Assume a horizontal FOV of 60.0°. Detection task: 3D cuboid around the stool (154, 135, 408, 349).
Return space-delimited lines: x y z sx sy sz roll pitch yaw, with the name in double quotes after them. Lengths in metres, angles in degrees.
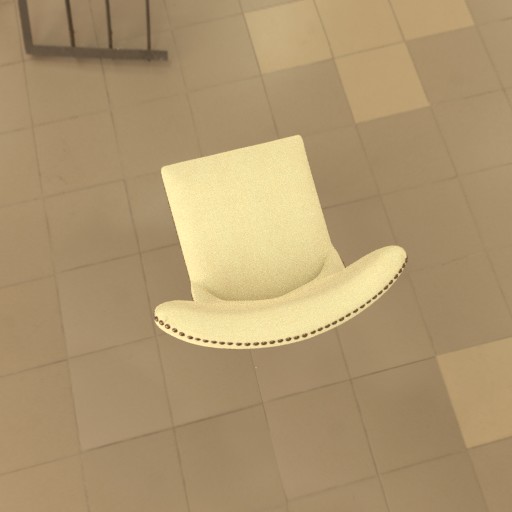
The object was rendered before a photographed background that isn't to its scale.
0.000 0.000 1.392 0.494 1.123 0.606 -14 76 -4 "stool"
